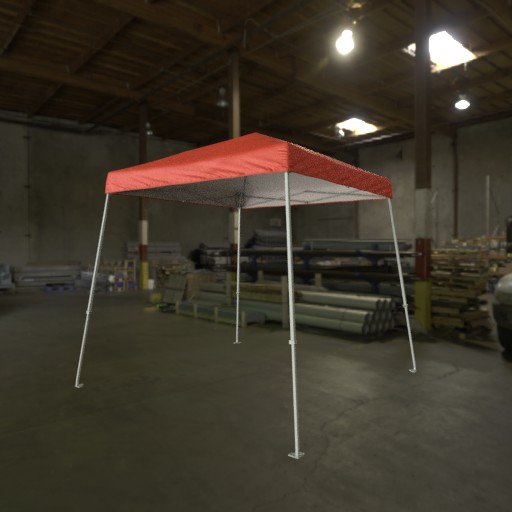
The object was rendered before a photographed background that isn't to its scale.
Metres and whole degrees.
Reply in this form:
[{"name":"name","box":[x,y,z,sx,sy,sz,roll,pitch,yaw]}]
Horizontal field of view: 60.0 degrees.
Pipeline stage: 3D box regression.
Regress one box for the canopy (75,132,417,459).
[{"name":"canopy","box":[0.000,0.000,5.149,2.849,2.850,2.850,1,1,36]}]
